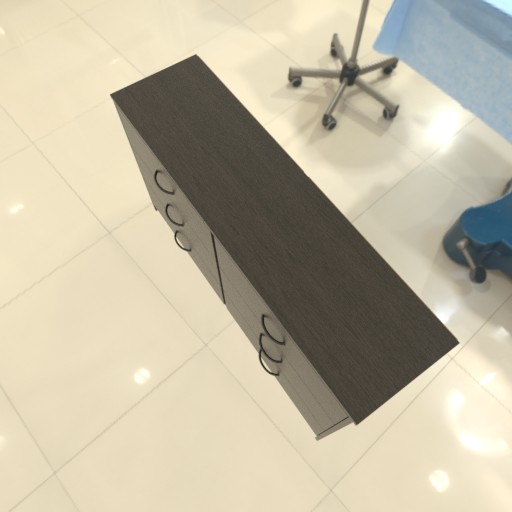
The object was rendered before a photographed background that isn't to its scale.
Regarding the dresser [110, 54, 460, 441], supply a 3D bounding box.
[{"bbox_3d":[0.000,0.000,1.729,0.401,0.755,1.360,-32,68,-15],"label":"dresser"}]
